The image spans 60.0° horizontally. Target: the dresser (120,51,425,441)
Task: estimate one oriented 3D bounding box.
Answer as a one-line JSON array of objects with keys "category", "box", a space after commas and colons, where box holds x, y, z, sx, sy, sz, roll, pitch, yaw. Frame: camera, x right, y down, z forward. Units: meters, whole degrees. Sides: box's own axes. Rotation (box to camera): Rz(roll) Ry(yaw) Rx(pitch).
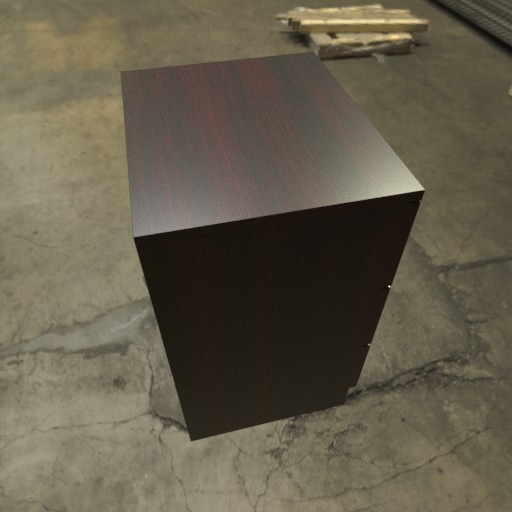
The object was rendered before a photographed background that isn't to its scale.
[{"category": "dresser", "box": [0.000, 0.000, 0.826, 0.360, 0.560, 0.400, -10, 48, -9]}]
